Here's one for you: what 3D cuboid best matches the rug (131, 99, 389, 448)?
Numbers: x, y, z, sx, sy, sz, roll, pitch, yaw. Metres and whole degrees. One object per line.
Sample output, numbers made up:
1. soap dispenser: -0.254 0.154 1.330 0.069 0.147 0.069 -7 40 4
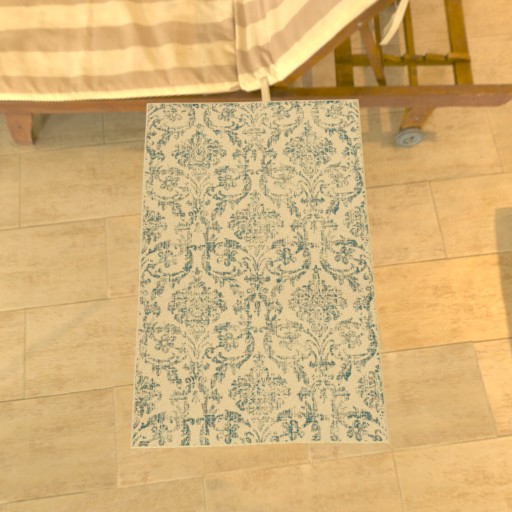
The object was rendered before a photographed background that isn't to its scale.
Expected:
1. rug: 0.000 0.000 3.456 1.819 0.018 2.746 -1 75 0
